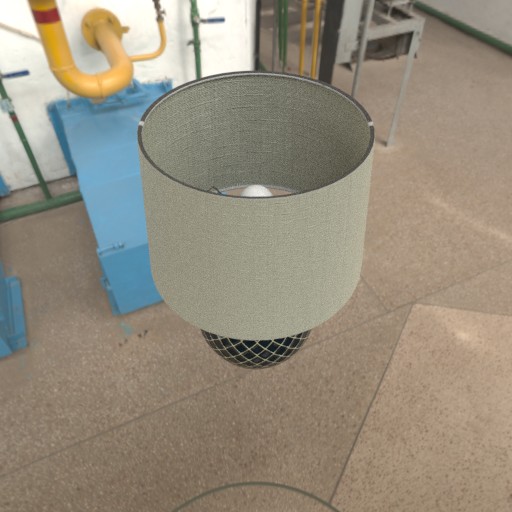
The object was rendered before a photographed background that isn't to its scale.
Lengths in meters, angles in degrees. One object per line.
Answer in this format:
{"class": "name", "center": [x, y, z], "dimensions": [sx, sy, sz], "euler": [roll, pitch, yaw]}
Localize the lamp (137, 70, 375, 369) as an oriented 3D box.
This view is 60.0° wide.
{"class": "lamp", "center": [0.000, 0.000, 0.810], "dimensions": [0.376, 0.540, 0.376], "euler": [0, 47, 0]}
